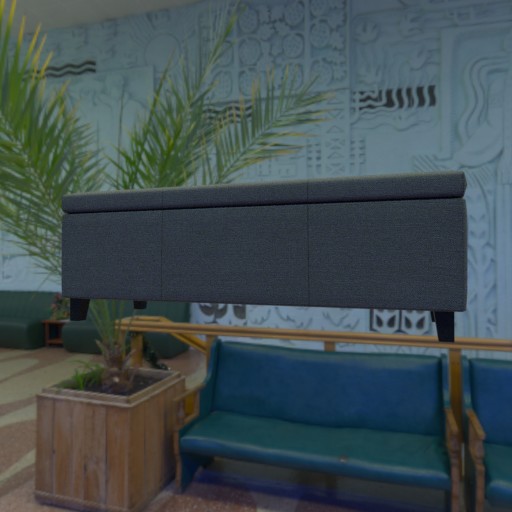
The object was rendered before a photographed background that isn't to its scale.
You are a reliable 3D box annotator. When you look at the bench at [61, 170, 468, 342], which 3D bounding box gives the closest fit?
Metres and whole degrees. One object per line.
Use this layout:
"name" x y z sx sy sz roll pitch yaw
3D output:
"bench" 0.000 0.000 1.494 1.269 0.438 0.446 0 0 19
